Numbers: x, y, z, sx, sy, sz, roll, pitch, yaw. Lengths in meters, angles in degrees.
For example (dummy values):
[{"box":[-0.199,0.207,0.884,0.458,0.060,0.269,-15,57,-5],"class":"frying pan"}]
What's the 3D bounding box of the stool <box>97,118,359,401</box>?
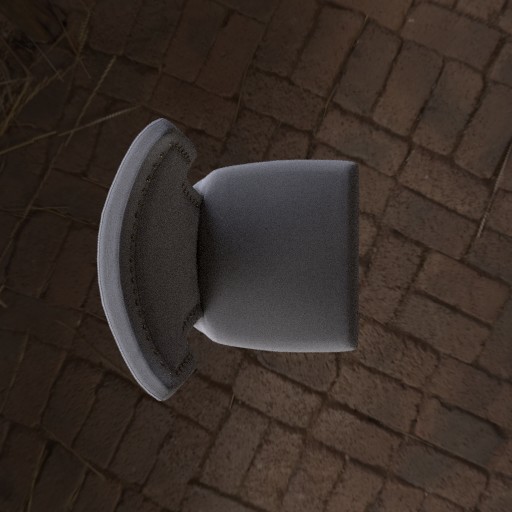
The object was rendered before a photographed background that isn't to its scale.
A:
[{"box":[0.000,0.000,1.288,0.563,0.982,0.527,0,91,2],"class":"stool"}]
